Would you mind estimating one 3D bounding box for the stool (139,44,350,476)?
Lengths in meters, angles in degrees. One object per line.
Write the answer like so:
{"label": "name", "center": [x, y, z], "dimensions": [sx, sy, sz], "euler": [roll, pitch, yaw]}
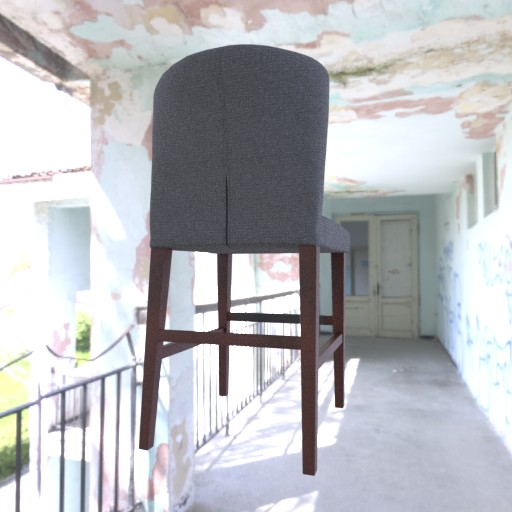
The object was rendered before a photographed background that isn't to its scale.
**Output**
{"label": "stool", "center": [0.000, 0.000, 1.282], "dimensions": [0.479, 0.968, 0.568], "euler": [-1, -2, 19]}
